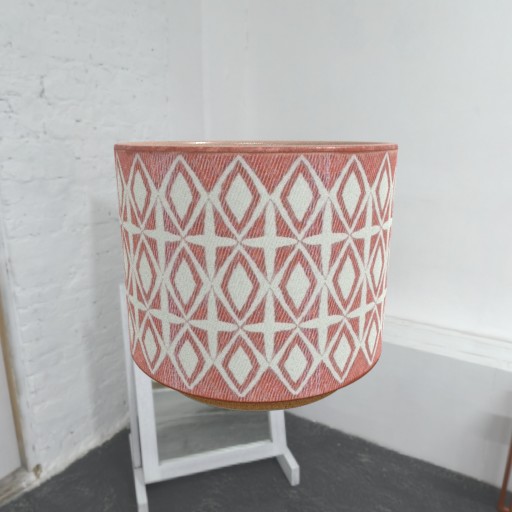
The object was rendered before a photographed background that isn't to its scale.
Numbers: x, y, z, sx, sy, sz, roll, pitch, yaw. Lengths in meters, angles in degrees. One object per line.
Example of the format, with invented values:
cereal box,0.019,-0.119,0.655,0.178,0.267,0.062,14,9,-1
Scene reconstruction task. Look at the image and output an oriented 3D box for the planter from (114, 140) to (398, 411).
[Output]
planter,0.000,0.000,0.476,0.273,0.237,0.273,0,15,0
